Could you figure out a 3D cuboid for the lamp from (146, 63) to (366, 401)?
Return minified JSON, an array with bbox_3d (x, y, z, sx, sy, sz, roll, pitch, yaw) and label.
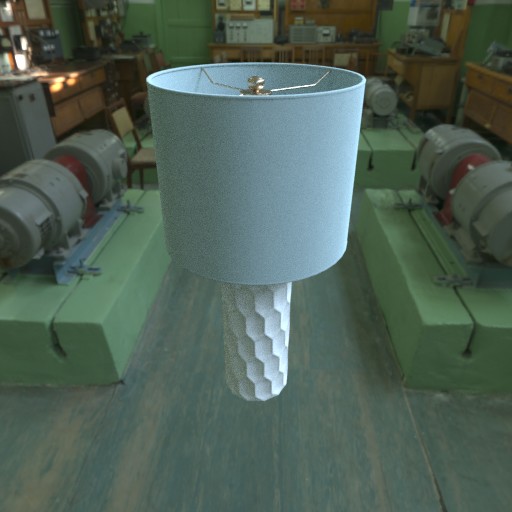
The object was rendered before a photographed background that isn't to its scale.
[{"bbox_3d":[0.000,0.000,0.703,0.277,0.534,0.277,1,30,1],"label":"lamp"}]
